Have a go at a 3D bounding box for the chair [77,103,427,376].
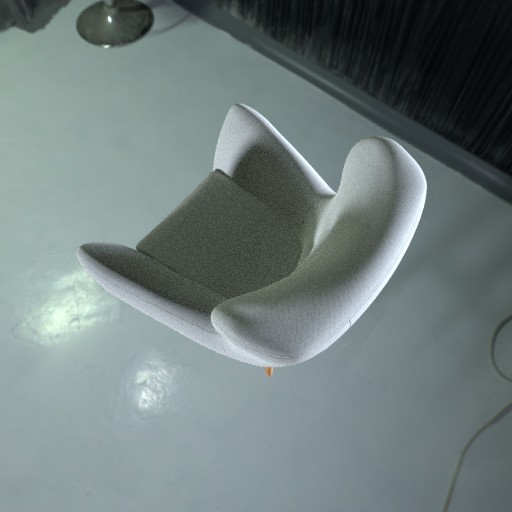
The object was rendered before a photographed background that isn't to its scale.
[{"bbox_3d":[0.000,0.000,1.642,0.889,0.889,0.890,34,67,16],"label":"chair"}]
